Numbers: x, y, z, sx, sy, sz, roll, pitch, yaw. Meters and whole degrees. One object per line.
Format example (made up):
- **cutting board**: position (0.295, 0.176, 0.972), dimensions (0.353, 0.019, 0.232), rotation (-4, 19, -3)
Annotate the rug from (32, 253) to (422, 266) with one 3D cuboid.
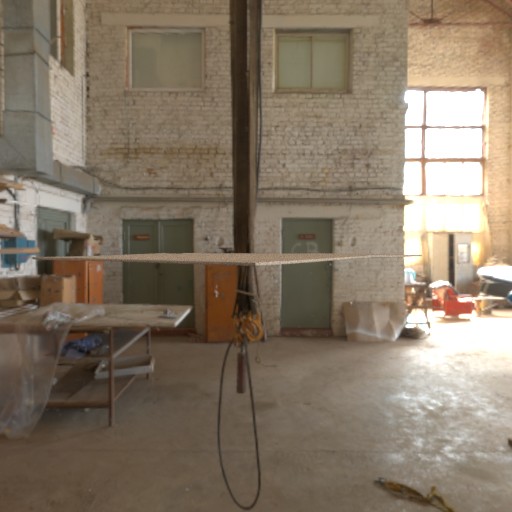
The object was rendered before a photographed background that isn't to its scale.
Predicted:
- **rug**: position (0.000, 0.000, 3.840), dimensions (2.032, 0.038, 2.869), rotation (1, 1, 36)
